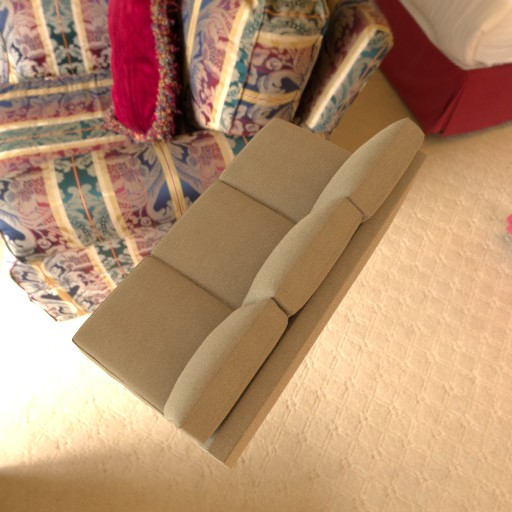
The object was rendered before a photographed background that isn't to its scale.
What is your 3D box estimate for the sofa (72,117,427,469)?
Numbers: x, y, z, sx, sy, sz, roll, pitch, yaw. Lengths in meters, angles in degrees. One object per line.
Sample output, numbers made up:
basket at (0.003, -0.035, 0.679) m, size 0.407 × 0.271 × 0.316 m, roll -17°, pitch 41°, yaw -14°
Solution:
sofa at (0.000, 0.000, 2.712) m, size 1.127 × 1.036 × 2.092 m, roll 32°, pitch 67°, yaw 15°
